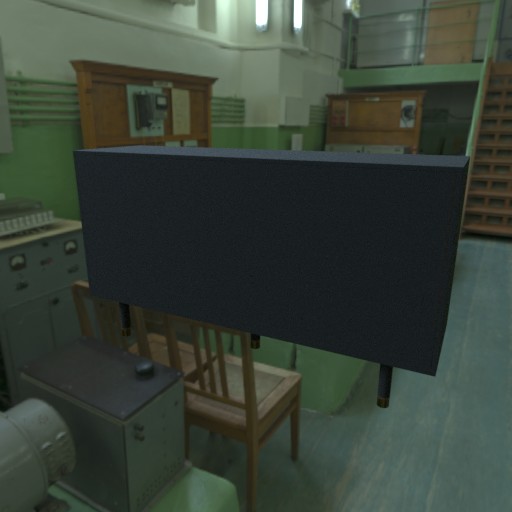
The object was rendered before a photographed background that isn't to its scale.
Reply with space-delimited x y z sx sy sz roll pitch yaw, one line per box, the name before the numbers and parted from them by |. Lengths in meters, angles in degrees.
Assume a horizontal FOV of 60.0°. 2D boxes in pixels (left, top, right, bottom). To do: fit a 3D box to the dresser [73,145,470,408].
dresser | 0.000 0.000 1.920 1.558 0.872 0.463 9 19 26
